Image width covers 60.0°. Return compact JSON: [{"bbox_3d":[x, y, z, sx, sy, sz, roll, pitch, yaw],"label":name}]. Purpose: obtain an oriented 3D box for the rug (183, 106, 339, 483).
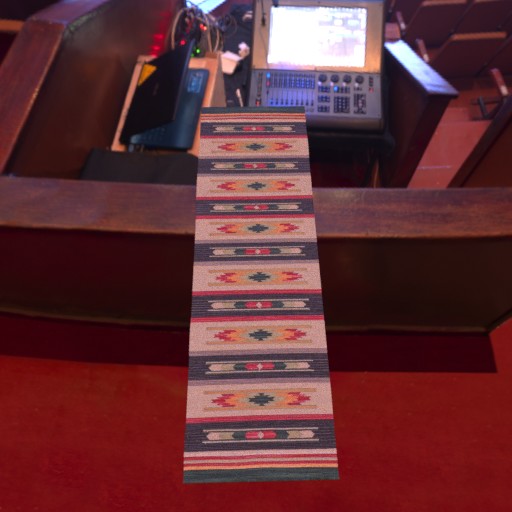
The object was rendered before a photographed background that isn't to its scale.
[{"bbox_3d":[0.000,0.000,2.688,0.760,0.009,2.440,-1,63,-1],"label":"rug"}]
